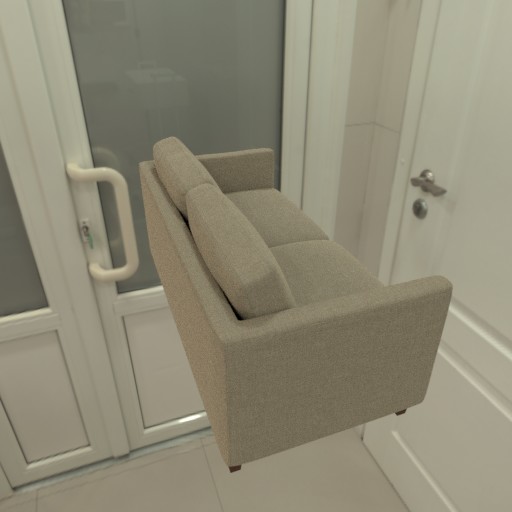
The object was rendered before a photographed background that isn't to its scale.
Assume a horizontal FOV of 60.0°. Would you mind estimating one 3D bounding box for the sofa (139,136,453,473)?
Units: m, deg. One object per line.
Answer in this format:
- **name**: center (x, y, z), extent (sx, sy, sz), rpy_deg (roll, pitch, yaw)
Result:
- **sofa**: center (0.000, 0.000, 2.398), extent (0.951, 0.947, 1.884), rpy_deg (-11, 32, -18)
